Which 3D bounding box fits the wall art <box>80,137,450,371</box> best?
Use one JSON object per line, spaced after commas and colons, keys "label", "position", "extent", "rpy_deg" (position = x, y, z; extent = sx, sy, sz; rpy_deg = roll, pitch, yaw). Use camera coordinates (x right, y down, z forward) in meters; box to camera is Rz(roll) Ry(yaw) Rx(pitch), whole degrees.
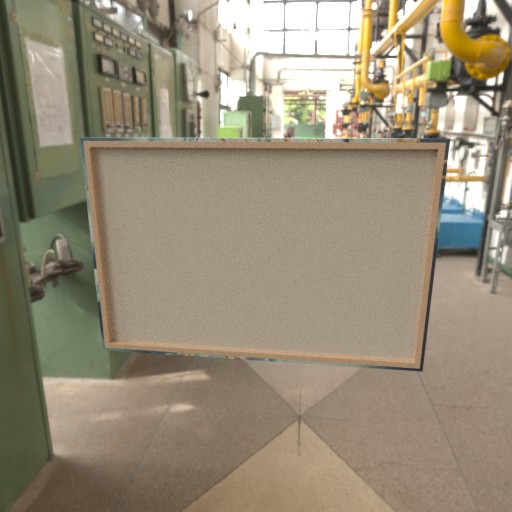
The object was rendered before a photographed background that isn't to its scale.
{"label": "wall art", "position": [0.000, 0.000, 1.476], "extent": [1.138, 0.759, 0.035], "rpy_deg": [2, 16, 7]}
